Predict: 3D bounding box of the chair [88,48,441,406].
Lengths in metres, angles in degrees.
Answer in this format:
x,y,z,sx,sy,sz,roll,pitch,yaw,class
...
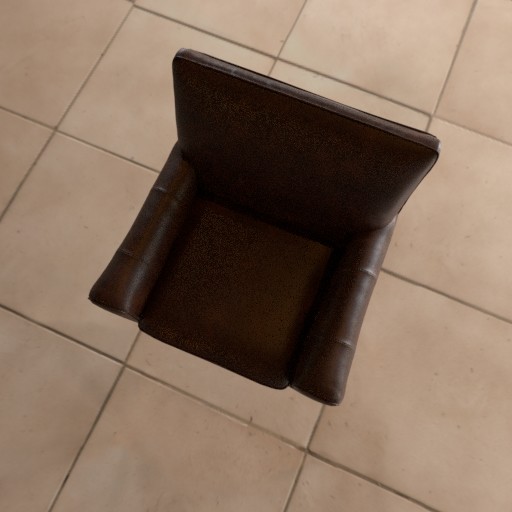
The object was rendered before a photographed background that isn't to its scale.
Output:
x,y,z,sx,sy,sz,roll,pitch,yaw,class
0.000,0.000,1.618,0.870,0.943,0.823,22,76,6,chair
